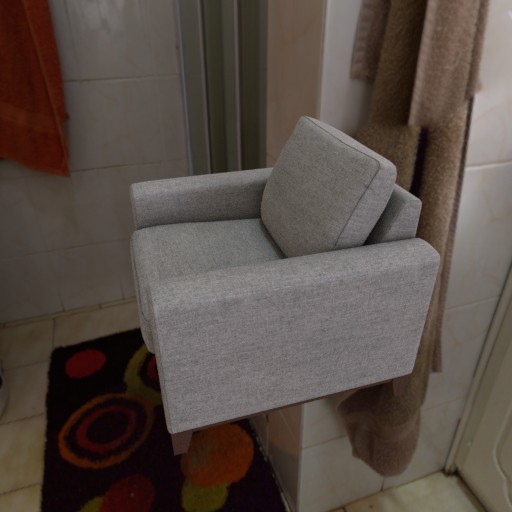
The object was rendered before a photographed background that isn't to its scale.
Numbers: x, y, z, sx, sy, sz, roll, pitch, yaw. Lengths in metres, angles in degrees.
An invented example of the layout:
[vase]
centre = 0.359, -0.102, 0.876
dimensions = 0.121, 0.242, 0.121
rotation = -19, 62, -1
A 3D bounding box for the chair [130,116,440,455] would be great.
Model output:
[chair]
centre = 0.000, 0.000, 1.916
dimensions = 1.038, 1.010, 1.024
rotation = -9, 32, -15
